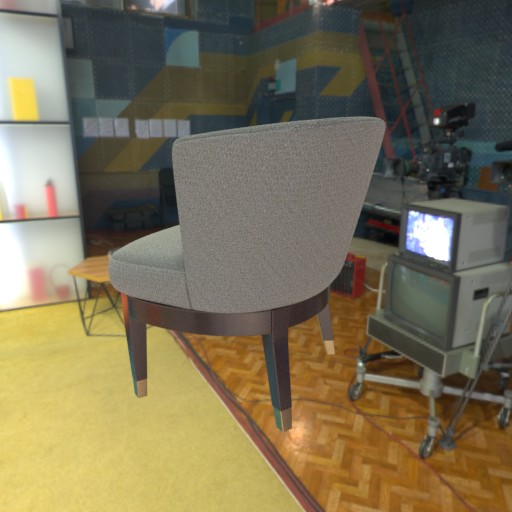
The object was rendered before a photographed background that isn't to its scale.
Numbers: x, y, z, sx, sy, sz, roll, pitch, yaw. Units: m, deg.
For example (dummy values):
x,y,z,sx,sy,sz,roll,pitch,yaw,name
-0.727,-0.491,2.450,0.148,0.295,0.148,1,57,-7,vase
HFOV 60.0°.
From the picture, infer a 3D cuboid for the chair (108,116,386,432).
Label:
x,y,z,sx,sy,sz,roll,pitch,yaw,name
0.000,0.000,1.288,0.660,0.760,0.700,7,17,23,chair
